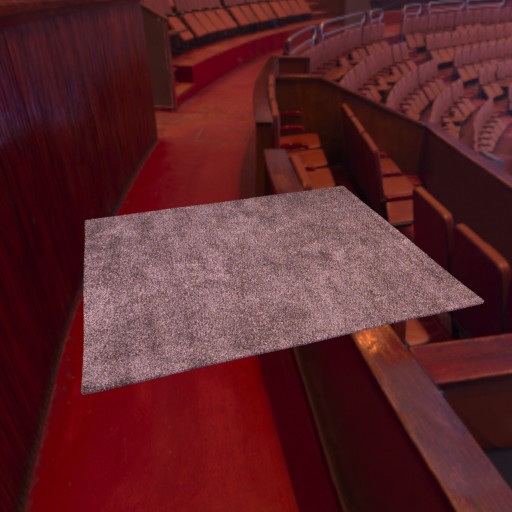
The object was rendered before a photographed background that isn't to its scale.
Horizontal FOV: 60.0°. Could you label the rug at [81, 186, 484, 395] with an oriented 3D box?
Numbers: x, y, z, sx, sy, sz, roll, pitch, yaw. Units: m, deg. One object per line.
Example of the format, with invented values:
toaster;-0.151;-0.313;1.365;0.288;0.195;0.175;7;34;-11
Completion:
rug;0.000;0.000;4.061;3.000;0.025;2.401;-10;33;-15
